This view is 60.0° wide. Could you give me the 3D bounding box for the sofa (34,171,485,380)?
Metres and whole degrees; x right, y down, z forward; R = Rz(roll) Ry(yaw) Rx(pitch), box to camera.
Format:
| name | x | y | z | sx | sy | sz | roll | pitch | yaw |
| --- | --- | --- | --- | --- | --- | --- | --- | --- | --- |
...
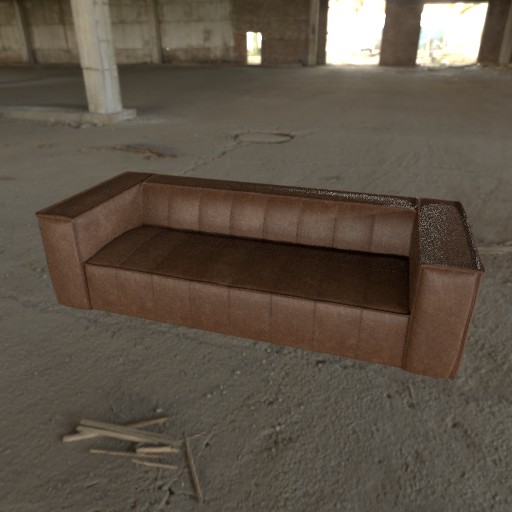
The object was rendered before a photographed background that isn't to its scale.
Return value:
| name | x | y | z | sx | sy | sz | roll | pitch | yaw |
| --- | --- | --- | --- | --- | --- | --- | --- | --- | --- |
| sofa | 0.000 | 0.000 | 2.966 | 2.581 | 0.701 | 1.102 | 8 | 27 | 16 |
